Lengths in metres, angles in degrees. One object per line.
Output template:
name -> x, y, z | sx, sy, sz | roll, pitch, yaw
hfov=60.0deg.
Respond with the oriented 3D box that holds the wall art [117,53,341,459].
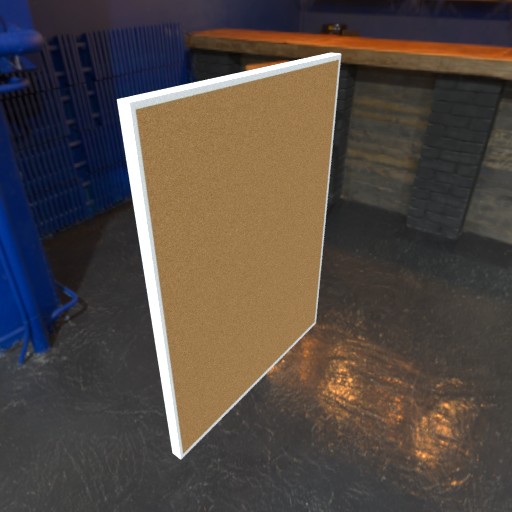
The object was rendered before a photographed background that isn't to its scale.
wall art -> 0.000, 0.000, 1.347 | 0.039, 1.050, 0.795 | 22, 38, 31
